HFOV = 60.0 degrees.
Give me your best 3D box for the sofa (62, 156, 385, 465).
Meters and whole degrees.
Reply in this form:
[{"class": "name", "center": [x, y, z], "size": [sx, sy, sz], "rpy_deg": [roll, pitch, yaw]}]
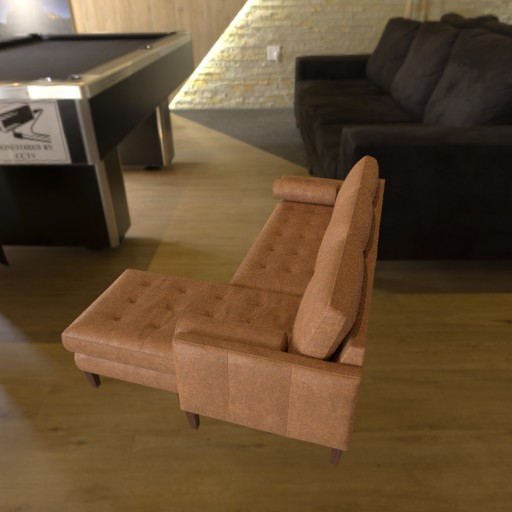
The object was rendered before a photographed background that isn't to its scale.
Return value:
[{"class": "sofa", "center": [0.000, 0.000, 2.905], "size": [1.506, 0.876, 2.178], "rpy_deg": [8, 32, 14]}]
